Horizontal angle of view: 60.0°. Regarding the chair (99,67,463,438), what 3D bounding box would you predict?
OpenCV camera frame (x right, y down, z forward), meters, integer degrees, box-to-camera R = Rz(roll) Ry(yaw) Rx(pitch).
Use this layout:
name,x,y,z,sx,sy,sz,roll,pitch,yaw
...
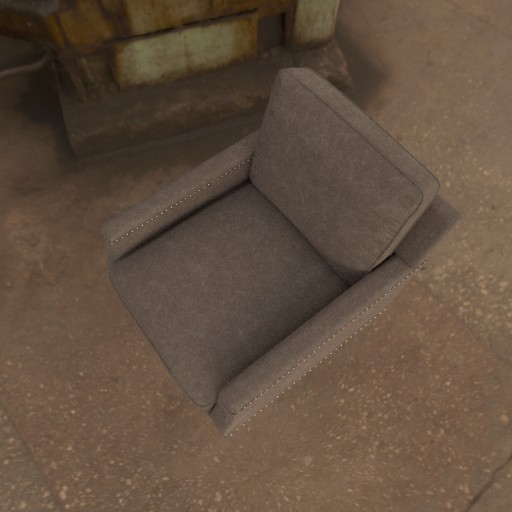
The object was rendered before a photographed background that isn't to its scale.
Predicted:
name,x,y,z,sx,sy,sz,roll,pitch,yaw
chair,0.000,0.000,1.691,1.014,0.948,0.853,-35,69,-16
